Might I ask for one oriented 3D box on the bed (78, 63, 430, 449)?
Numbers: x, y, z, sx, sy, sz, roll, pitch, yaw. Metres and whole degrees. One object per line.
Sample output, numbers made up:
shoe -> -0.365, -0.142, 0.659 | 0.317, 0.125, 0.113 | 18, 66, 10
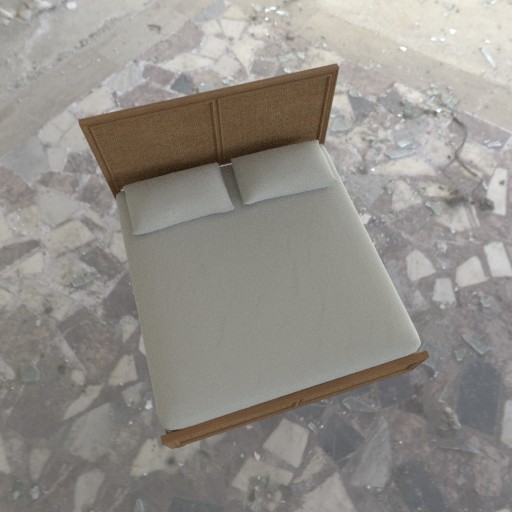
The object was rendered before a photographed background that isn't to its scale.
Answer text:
bed -> 0.000, 0.000, 3.455 | 2.003, 1.387, 2.184 | -15, 63, -8
